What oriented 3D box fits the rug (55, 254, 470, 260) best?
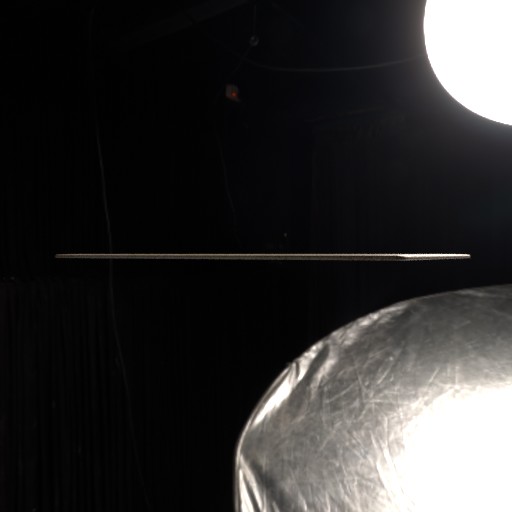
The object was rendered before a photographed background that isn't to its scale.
[{"bbox_3d":[0.000,0.000,3.068,2.469,0.024,1.539,0,0,35],"label":"rug"}]
